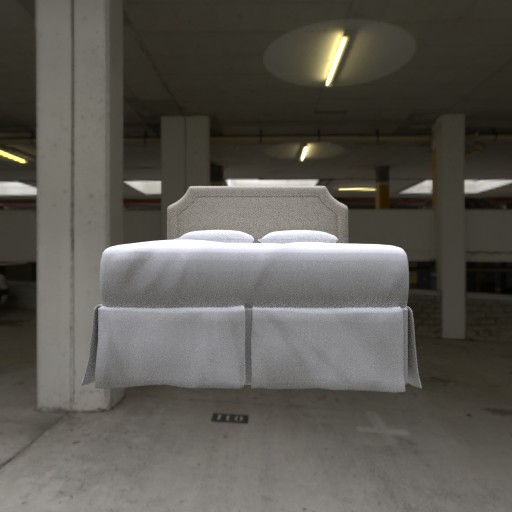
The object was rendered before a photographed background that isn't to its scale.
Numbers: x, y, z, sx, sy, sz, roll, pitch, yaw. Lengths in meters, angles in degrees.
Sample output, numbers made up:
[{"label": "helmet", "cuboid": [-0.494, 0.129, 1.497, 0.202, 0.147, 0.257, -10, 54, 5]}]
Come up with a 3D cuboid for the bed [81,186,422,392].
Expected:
[{"label": "bed", "cuboid": [0.000, 0.000, 3.125, 1.693, 1.290, 2.116, 0, 0, 1]}]
